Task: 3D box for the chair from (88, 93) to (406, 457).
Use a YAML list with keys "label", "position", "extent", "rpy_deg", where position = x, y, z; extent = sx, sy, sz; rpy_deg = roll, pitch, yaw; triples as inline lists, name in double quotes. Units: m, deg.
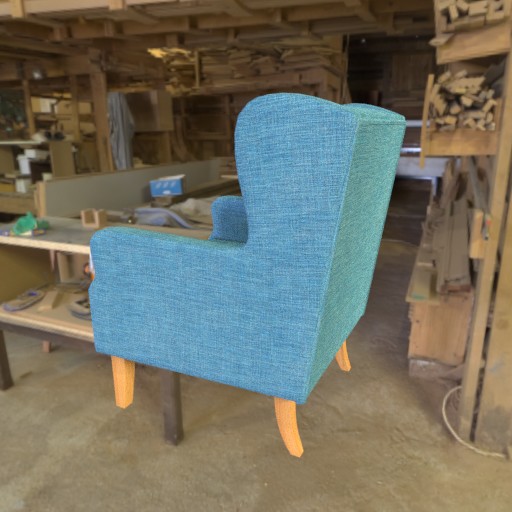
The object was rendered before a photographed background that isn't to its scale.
- label: "chair"
  position: [0.000, 0.000, 1.442]
  extent: [0.775, 0.952, 0.711]
  rpy_deg: [8, 19, 26]
